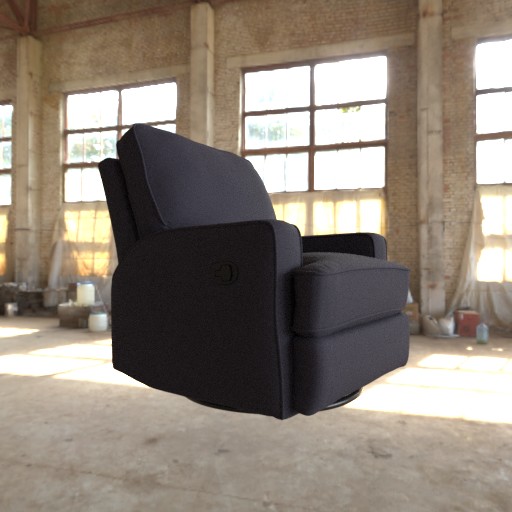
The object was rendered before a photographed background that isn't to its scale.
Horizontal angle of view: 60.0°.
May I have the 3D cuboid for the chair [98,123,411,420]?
[{"bbox_3d":[0.000,0.000,1.697,0.964,0.962,0.861,0,-1,36],"label":"chair"}]
